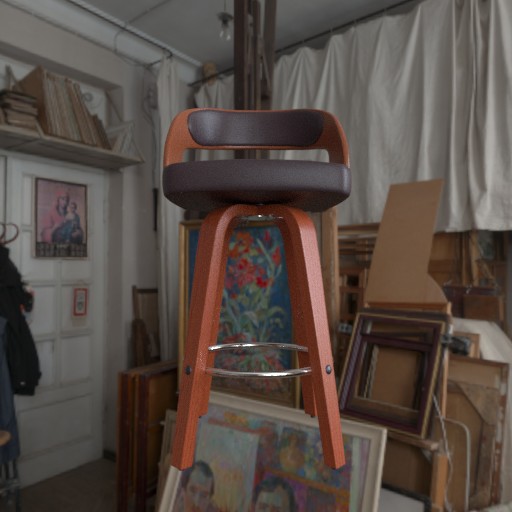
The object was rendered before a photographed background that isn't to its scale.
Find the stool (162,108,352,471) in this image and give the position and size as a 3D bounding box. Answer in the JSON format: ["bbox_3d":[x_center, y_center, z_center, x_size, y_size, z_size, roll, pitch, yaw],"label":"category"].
[{"bbox_3d":[0.000,0.000,1.179,0.457,0.940,0.457,0,-2,-1],"label":"stool"}]
